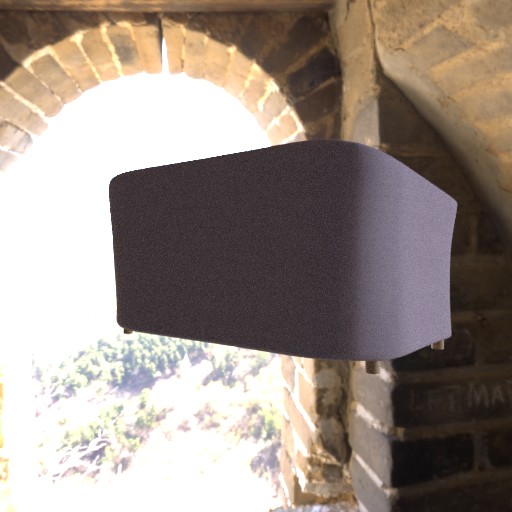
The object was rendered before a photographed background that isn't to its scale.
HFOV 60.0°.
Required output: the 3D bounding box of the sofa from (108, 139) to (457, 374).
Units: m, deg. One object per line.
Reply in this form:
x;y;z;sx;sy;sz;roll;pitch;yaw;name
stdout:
0.000;0.000;1.879;1.452;0.721;0.705;0;0;36;sofa
